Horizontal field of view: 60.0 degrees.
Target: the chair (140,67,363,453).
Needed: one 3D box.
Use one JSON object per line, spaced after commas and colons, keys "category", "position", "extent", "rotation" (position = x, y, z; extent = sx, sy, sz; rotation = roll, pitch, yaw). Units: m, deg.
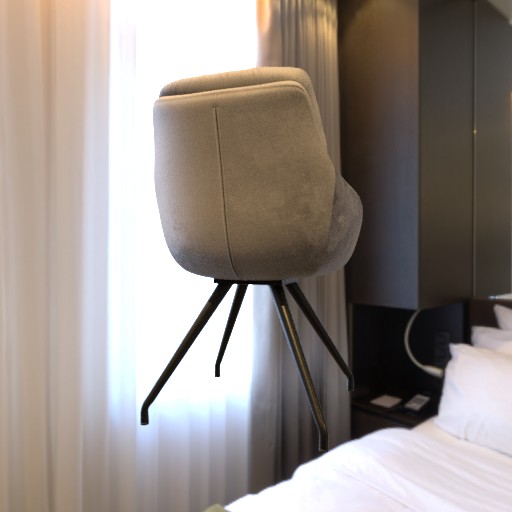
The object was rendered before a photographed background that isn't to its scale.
{"category": "chair", "position": [0.000, 0.000, 1.292], "extent": [0.579, 0.888, 0.569], "rotation": [0, 1, 19]}
